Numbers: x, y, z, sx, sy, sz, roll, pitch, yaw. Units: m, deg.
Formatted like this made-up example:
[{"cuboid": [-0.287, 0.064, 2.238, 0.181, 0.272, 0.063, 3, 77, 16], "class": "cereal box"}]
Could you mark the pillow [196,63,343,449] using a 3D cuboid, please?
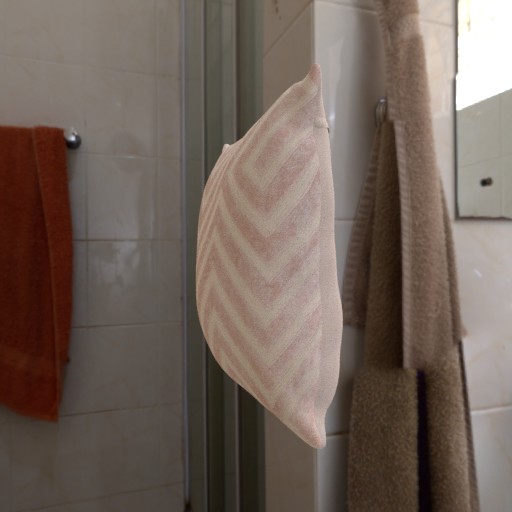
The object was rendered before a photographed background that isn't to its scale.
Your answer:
[{"cuboid": [0.000, 0.000, 0.691, 0.182, 0.441, 0.440, 0, 1, -17], "class": "pillow"}]
